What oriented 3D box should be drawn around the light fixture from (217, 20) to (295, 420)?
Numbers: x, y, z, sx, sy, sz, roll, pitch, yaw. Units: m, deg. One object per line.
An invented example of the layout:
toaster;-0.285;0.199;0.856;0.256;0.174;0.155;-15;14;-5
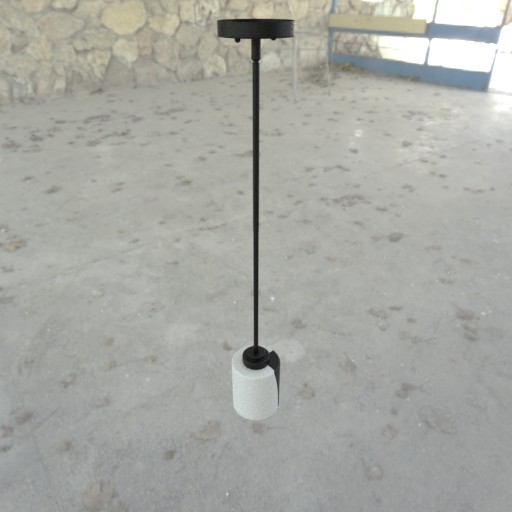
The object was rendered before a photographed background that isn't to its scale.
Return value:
light fixture;0.000;0.000;0.918;0.123;0.863;0.123;-20;36;-30
